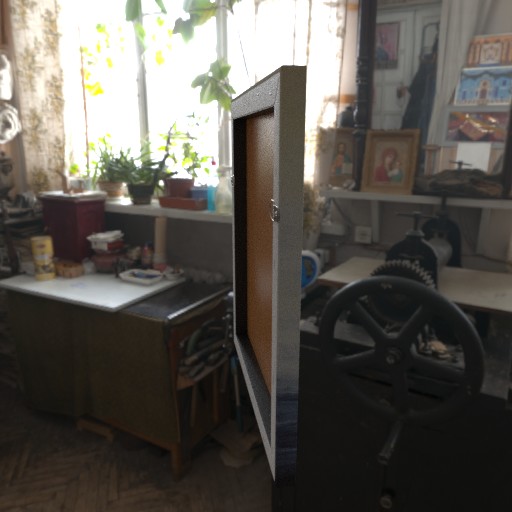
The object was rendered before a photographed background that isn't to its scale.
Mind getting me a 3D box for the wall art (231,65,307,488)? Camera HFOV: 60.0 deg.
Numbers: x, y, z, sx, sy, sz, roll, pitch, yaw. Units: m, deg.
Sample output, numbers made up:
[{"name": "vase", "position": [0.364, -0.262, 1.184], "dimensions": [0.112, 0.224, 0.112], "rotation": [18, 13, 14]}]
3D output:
[{"name": "wall art", "position": [0.000, 0.000, 0.996], "dimensions": [0.041, 0.710, 0.608], "rotation": [-3, 15, -10]}]
